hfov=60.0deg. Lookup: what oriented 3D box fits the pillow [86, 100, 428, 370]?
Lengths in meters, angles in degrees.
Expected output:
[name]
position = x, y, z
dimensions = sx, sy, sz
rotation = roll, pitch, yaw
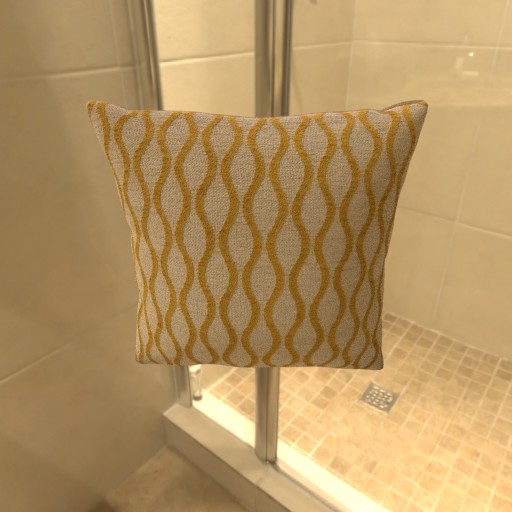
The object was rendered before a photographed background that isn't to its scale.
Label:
[pillow]
position = 0.000, 0.000, 0.648
dimensions = 0.429, 0.436, 0.159
rotation = 1, 29, 1
